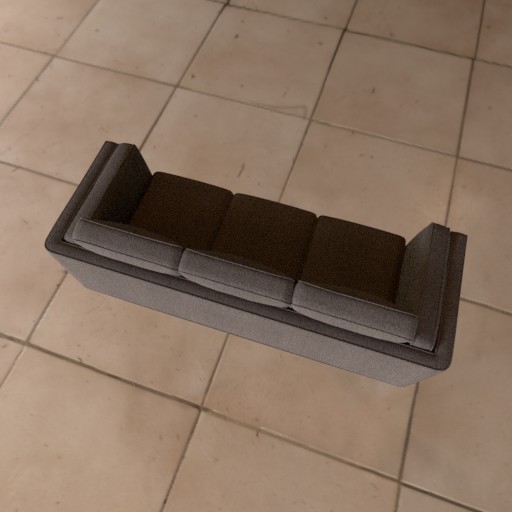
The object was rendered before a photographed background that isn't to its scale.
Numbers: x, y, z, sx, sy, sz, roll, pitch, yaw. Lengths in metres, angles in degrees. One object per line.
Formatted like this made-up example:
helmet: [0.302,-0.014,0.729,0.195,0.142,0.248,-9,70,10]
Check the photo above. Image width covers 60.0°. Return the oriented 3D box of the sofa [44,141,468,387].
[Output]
sofa: [0.000,0.000,2.791,2.362,0.899,0.903,16,64,8]
